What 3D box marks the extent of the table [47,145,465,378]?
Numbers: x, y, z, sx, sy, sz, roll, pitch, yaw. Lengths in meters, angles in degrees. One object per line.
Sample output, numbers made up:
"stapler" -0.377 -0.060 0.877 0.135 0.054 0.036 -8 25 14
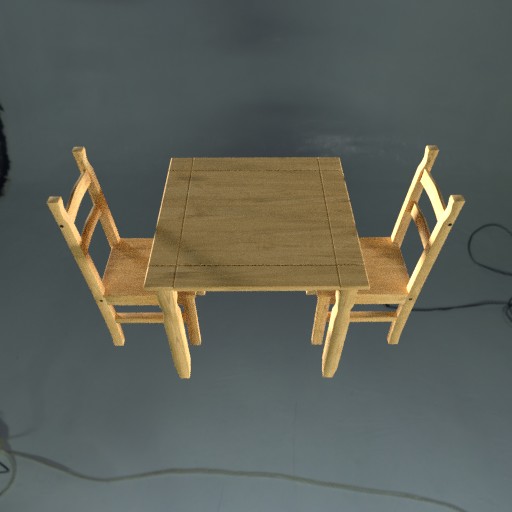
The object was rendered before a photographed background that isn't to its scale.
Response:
"table" 0.000 0.000 2.054 1.501 0.942 0.813 0 46 0
